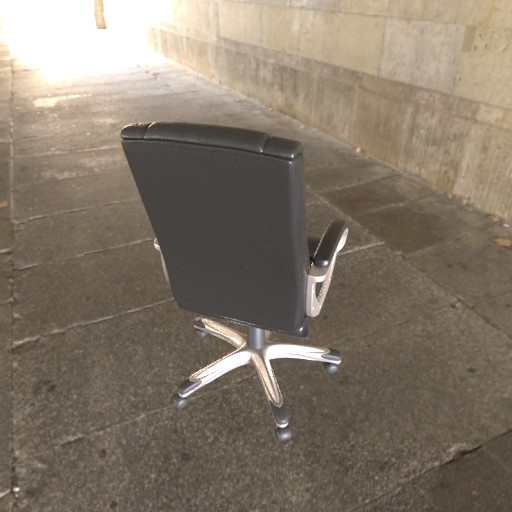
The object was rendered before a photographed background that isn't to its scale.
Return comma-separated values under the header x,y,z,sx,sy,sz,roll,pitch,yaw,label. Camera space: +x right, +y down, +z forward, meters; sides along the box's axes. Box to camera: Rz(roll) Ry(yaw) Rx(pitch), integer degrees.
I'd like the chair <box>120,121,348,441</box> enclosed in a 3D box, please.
x,y,z,sx,sy,sz,roll,pitch,yaw,label
0.000,0.000,1.644,0.700,1.145,0.780,11,34,17,chair
